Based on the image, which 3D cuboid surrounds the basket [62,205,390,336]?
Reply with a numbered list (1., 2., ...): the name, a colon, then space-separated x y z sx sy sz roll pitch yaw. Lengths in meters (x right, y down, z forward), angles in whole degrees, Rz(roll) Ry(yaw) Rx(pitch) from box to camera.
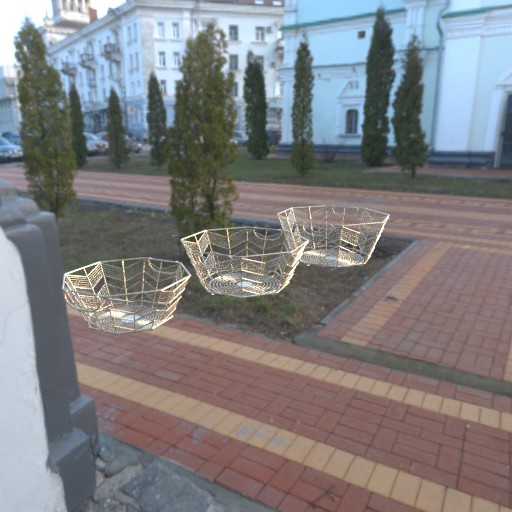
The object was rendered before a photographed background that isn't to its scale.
1. basket: 0.000 0.000 1.453 1.246 0.178 0.432 -14 21 -42
